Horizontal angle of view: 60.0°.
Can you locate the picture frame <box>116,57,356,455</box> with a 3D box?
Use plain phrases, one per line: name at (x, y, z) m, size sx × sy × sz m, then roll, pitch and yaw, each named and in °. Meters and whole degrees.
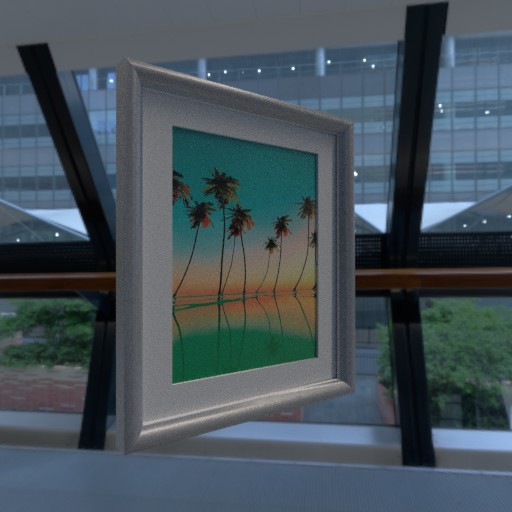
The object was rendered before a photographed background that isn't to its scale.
picture frame at (0.000, 0.000, 0.527) m, size 0.327 × 0.378 × 0.027 m, roll 0°, pitch 0°, yaw -37°
